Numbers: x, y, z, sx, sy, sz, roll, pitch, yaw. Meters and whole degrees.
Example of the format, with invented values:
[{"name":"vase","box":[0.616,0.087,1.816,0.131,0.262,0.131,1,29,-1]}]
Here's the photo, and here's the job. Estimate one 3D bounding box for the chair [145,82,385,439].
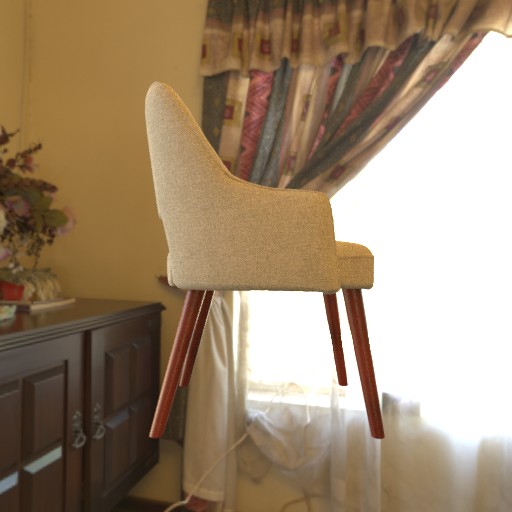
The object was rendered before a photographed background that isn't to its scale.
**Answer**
[{"name":"chair","box":[0.000,0.000,1.250,0.605,0.849,0.548,0,0,0]}]
